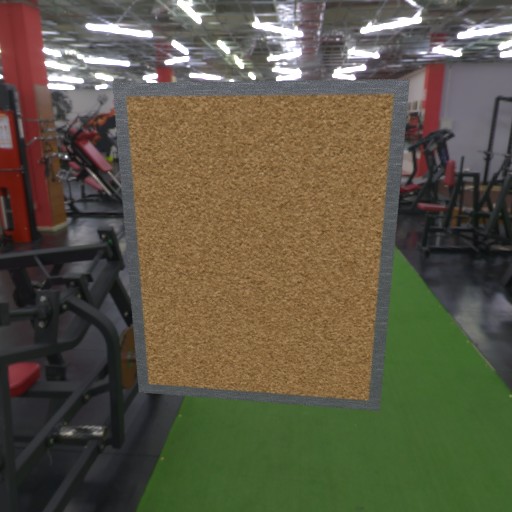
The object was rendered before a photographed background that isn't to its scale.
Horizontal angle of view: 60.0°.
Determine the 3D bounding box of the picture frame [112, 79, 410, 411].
[{"bbox_3d":[0.000,0.000,0.762,0.454,0.559,0.029,2,16,7],"label":"picture frame"}]
